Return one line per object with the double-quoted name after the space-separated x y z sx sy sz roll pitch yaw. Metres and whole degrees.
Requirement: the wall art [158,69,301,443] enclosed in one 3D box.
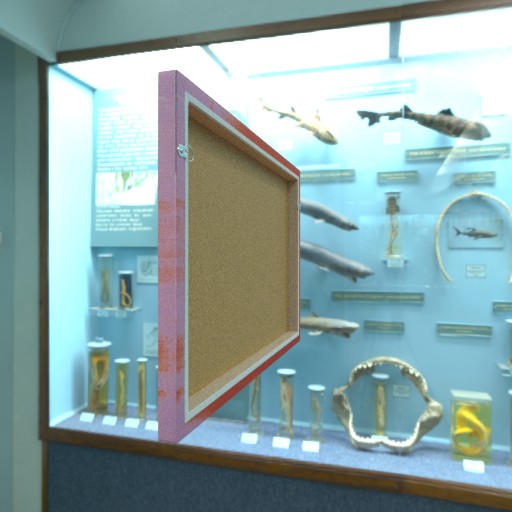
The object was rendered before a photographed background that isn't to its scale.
0.000 0.000 1.152 0.040 0.609 0.913 0 0 18 "wall art"
